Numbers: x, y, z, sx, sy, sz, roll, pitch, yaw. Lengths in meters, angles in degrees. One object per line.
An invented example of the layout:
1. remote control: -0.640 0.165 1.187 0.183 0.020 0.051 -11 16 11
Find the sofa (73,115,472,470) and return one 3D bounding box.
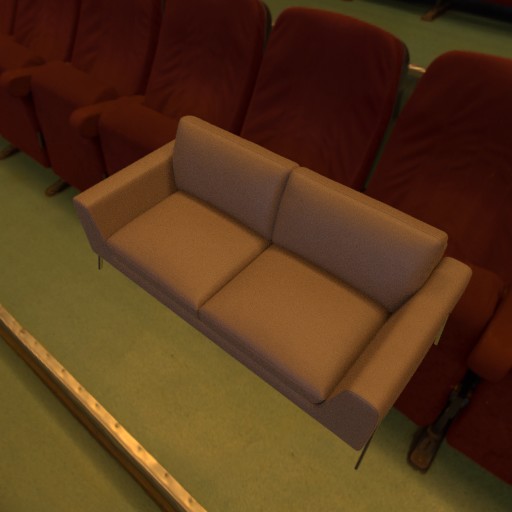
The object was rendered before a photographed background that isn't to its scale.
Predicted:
1. sofa: 0.000 0.000 2.483 2.017 0.875 0.953 31 54 26
